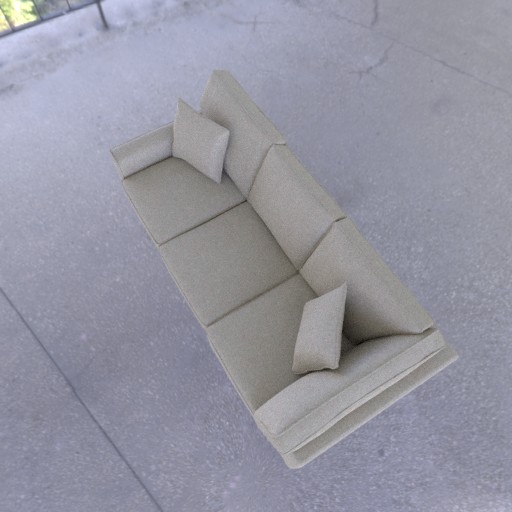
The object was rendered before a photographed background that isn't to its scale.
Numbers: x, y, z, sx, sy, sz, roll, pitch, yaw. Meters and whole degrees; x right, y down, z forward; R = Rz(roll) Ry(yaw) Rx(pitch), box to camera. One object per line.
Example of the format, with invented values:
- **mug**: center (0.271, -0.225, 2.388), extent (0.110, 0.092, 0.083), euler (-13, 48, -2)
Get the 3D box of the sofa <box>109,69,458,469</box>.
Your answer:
- **sofa**: center (0.000, 0.000, 2.826), extent (1.061, 0.962, 2.317), euler (-29, 67, -14)
